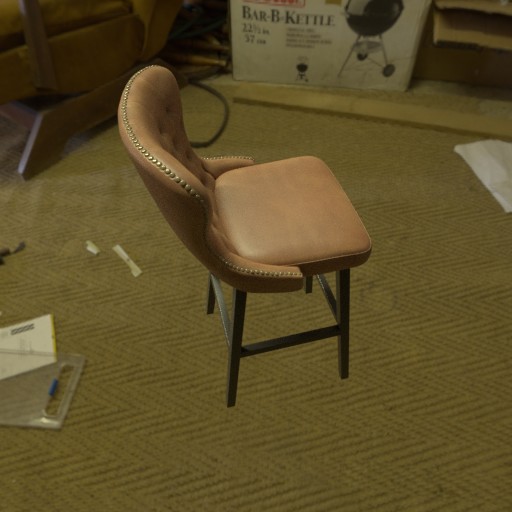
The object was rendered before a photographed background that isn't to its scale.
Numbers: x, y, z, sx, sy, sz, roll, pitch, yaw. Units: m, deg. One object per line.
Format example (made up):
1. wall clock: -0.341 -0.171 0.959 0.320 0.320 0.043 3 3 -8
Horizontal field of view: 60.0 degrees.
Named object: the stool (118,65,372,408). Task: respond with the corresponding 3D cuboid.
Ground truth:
1. stool: 0.000 0.000 1.356 0.601 1.050 0.528 -11 49 -10
